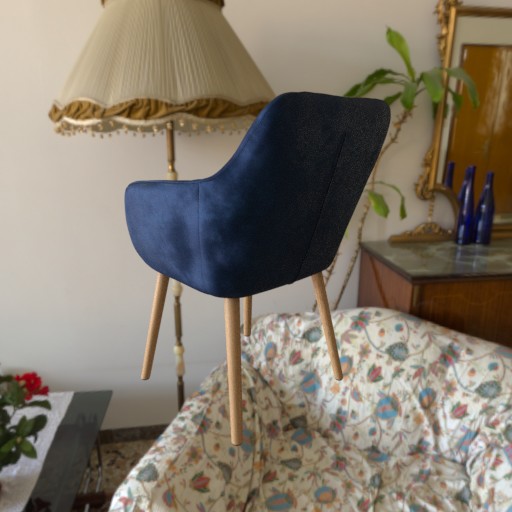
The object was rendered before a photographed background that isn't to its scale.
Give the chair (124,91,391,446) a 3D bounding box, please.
[{"bbox_3d":[0.000,0.000,1.250,0.578,0.826,0.573,-15,21,-42],"label":"chair"}]
